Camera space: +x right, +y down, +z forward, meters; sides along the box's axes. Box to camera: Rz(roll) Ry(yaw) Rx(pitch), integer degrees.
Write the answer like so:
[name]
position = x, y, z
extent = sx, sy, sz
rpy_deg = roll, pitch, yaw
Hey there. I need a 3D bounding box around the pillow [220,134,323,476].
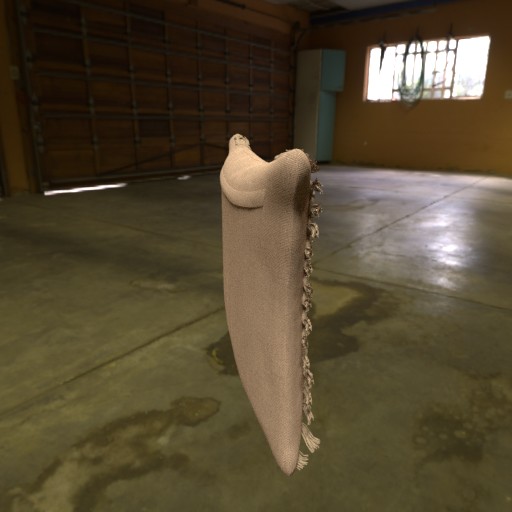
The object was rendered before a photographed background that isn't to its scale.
[pillow]
position = 0.000, 0.000, 0.590
extent = 0.084, 0.305, 0.466
rpy_deg = -2, 17, -8
